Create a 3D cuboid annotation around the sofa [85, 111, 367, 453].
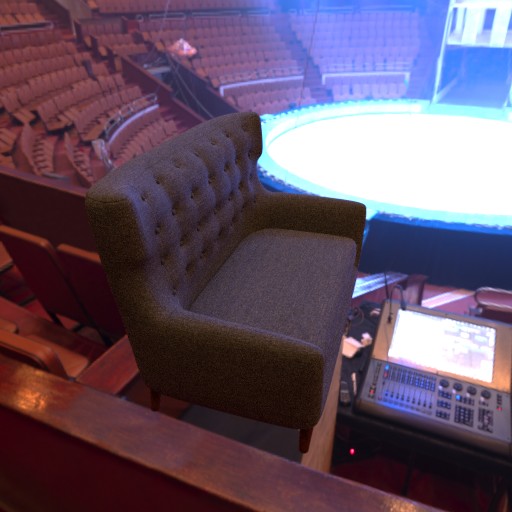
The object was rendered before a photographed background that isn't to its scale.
[{"bbox_3d":[0.000,0.000,2.047,0.874,1.028,1.358,9,30,16],"label":"sofa"}]
